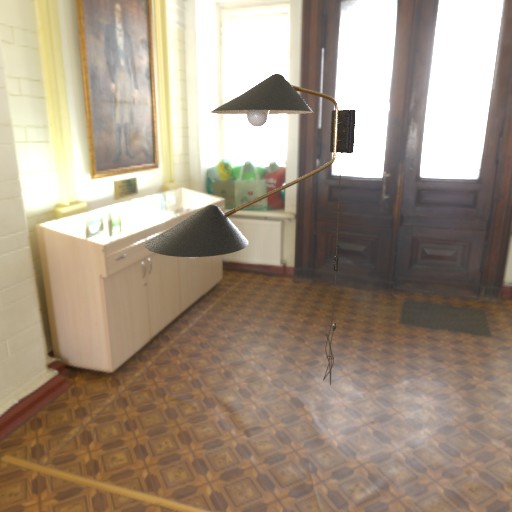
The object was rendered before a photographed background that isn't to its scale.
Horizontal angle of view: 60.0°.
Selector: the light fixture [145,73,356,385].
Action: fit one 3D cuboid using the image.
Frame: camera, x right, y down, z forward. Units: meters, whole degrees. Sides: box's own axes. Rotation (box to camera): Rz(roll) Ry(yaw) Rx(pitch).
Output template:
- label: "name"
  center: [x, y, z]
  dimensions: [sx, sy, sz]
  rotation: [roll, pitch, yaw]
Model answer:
- label: "light fixture"
  center: [0.000, 0.000, 0.862]
  dimensions: [0.422, 0.665, 0.189]
  rotation: [-8, 18, -27]
